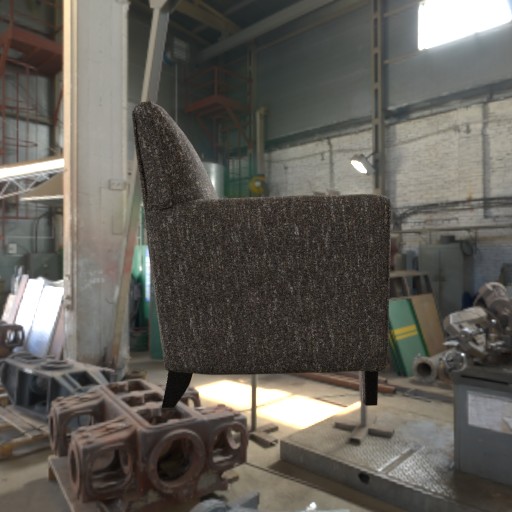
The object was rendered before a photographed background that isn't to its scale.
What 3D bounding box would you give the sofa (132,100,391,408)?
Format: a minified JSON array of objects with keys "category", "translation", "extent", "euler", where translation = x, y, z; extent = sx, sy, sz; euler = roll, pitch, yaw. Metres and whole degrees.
[{"category":"sofa","translation":[0.000,0.000,2.073],"extent":[0.801,0.946,1.519],"euler":[0,0,-1]}]
